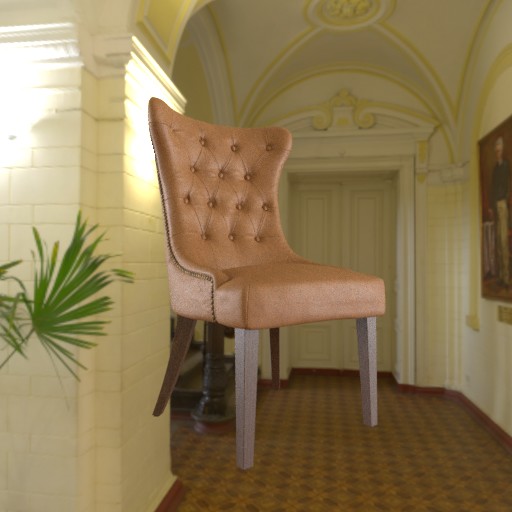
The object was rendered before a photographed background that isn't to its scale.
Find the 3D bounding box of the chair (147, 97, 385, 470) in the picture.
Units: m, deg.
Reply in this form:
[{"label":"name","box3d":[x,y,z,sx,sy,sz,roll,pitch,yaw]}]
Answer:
[{"label":"chair","box3d":[0.000,0.000,1.473,0.611,1.065,0.669,1,-1,-37]}]
